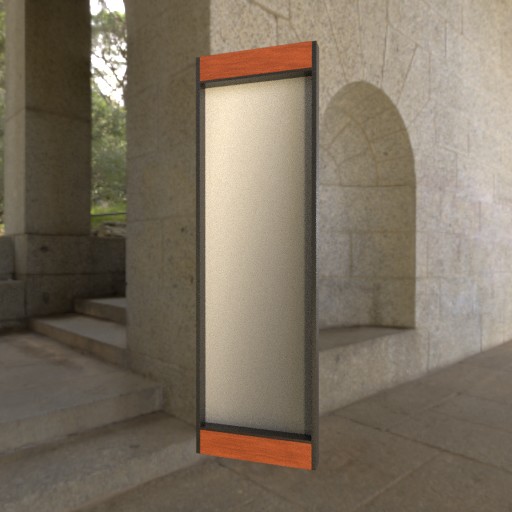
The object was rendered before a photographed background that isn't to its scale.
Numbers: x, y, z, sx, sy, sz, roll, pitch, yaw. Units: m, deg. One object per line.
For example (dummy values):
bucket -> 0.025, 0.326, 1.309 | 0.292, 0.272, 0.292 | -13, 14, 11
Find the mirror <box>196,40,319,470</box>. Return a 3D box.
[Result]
mirror -> 0.000, 0.000, 1.228 | 0.343, 1.123, 0.047 | 0, 0, 17
